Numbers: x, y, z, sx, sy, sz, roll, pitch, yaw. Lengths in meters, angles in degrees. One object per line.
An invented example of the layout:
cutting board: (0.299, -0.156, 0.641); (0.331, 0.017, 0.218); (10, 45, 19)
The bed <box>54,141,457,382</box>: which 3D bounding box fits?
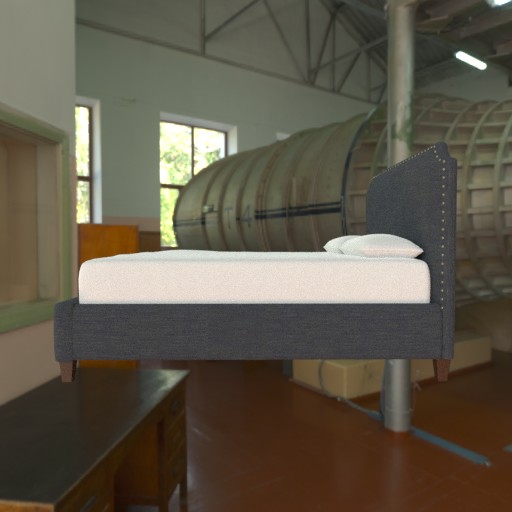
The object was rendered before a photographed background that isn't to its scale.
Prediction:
bed: (0.000, 0.000, 3.413); (2.372, 1.443, 1.713); (0, 2, -1)
